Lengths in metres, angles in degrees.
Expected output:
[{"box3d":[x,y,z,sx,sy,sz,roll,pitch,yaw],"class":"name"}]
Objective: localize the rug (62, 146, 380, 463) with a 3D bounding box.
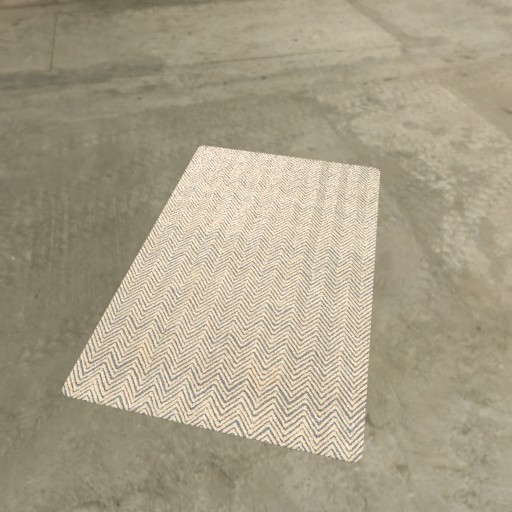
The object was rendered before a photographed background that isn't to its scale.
[{"box3d":[0.000,0.000,2.188,1.144,0.008,1.752,9,47,9],"class":"rug"}]
